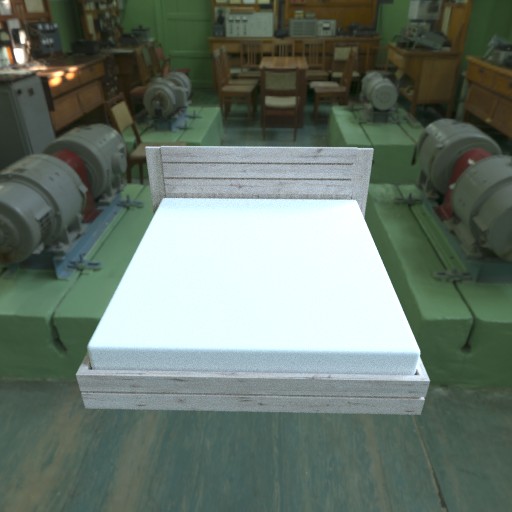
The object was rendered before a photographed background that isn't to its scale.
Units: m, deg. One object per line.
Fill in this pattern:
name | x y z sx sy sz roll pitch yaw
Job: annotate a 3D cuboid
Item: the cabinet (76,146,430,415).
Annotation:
cabinet | 0.000 0.000 3.156 1.950 0.970 2.080 1 31 1
